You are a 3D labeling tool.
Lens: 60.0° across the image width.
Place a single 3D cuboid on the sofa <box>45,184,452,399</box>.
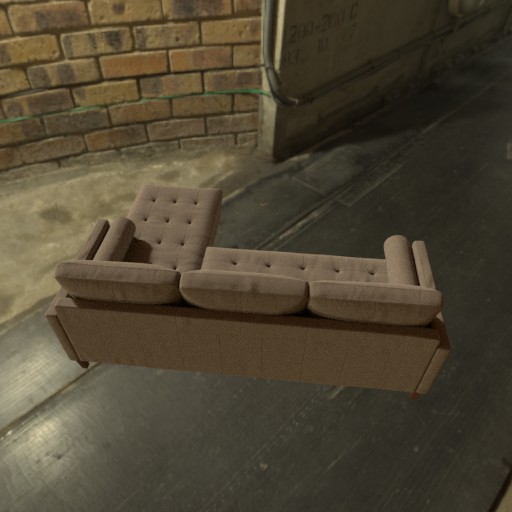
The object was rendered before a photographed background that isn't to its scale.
[{"bbox_3d":[0.000,0.000,2.978,2.178,0.875,1.506,4,45,4],"label":"sofa"}]
